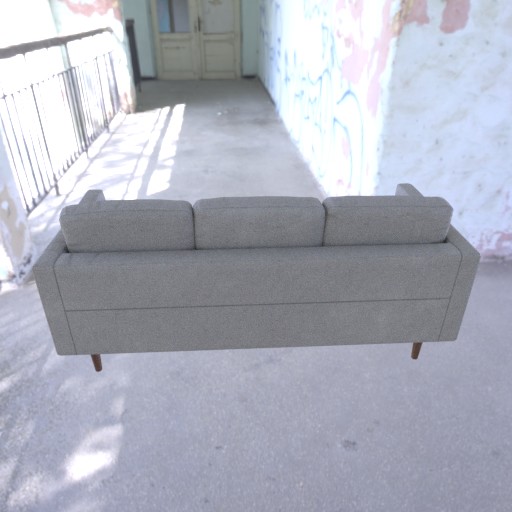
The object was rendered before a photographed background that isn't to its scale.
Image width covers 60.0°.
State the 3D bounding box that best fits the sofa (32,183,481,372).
[{"bbox_3d":[0.000,0.000,2.472,1.983,0.918,0.944,-2,30,-3],"label":"sofa"}]
